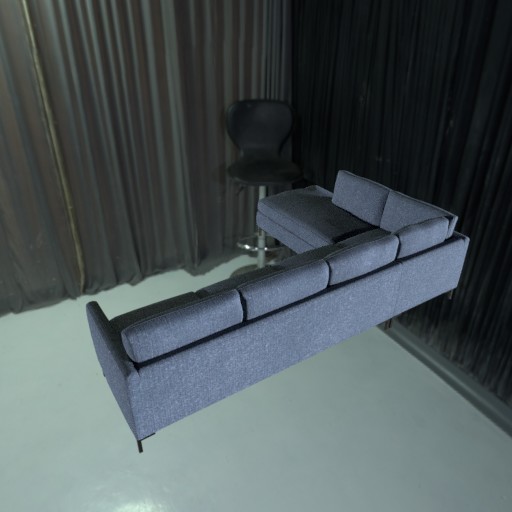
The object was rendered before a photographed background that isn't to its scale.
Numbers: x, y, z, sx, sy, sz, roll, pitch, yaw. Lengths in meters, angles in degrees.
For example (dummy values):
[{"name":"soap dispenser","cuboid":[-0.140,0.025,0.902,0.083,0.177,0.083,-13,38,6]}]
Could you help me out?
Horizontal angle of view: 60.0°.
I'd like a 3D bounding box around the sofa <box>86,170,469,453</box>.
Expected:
[{"name":"sofa","cuboid":[0.000,0.000,3.769,2.949,0.815,2.007,-18,34,-28]}]
